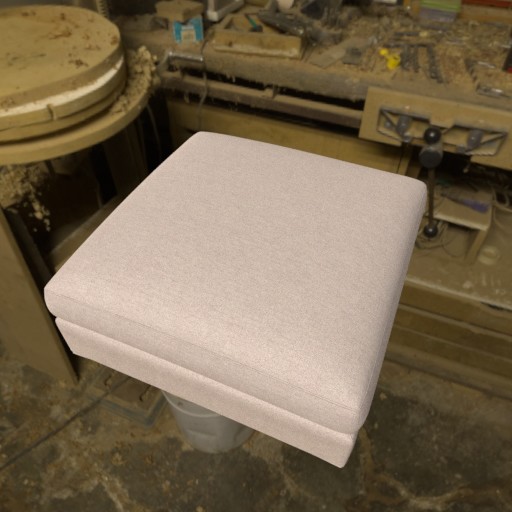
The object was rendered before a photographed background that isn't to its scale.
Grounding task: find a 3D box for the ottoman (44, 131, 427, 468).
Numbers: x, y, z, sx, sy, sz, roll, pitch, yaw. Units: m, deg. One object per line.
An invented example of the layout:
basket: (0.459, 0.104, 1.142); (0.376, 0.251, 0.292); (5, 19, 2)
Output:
ottoman: (0.000, 0.000, 1.627); (1.041, 0.470, 1.041); (18, 49, 16)
